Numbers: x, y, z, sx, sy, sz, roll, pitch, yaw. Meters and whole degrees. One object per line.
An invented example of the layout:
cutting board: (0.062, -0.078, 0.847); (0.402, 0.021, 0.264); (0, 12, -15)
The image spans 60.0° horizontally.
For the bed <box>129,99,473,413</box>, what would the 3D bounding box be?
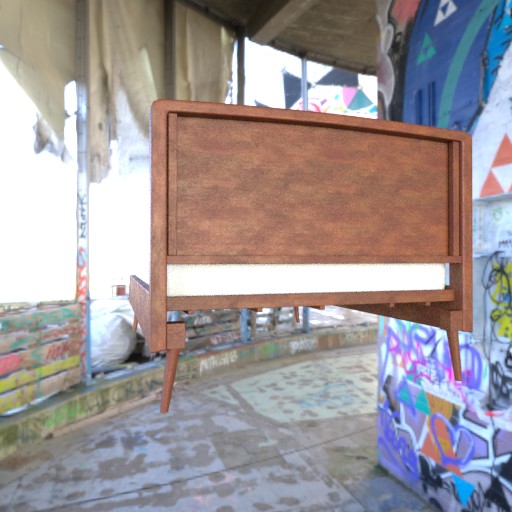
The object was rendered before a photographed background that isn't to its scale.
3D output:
bed: (0.000, 0.000, 3.034); (1.587, 1.275, 2.196); (0, 0, -18)
